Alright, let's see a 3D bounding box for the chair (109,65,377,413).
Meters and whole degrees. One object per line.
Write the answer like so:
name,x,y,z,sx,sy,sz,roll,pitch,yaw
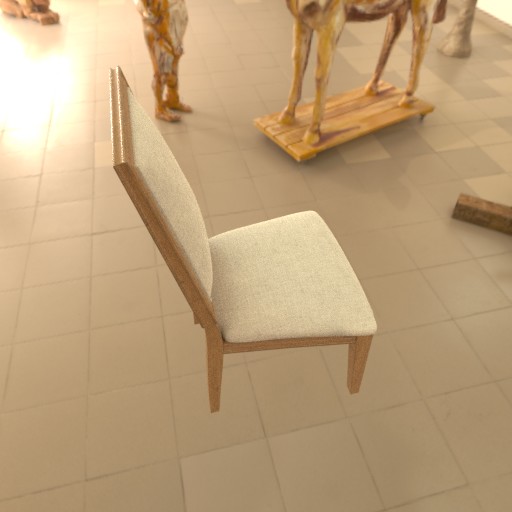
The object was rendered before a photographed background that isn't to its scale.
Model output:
chair,0.000,0.000,1.286,0.601,0.988,0.536,-10,46,-10
